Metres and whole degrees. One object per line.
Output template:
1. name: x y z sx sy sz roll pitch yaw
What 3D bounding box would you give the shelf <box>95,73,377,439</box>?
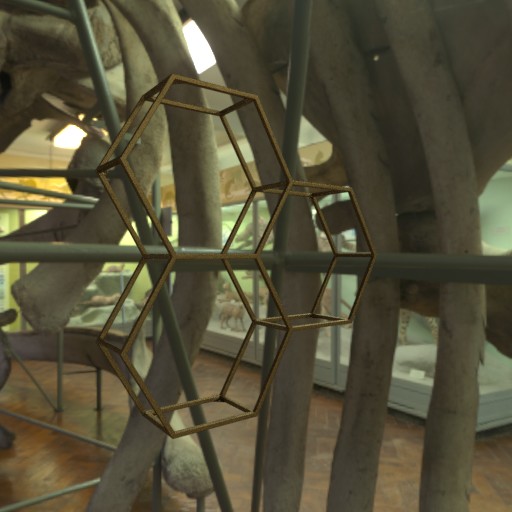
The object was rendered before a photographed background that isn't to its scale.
1. shelf: 0.000 0.000 1.058 0.708 0.701 0.150 0 1 -36
